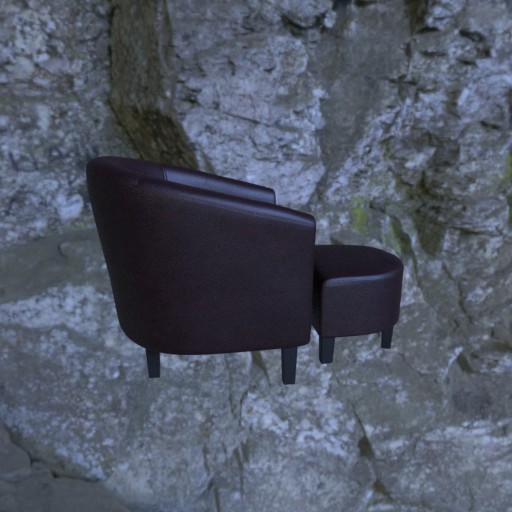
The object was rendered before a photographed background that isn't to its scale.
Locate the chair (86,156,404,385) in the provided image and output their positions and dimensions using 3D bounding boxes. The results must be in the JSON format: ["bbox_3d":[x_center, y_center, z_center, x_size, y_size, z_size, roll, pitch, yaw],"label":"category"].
[{"bbox_3d":[0.000,0.000,1.713,1.176,0.755,0.737,-2,16,-9],"label":"chair"}]
